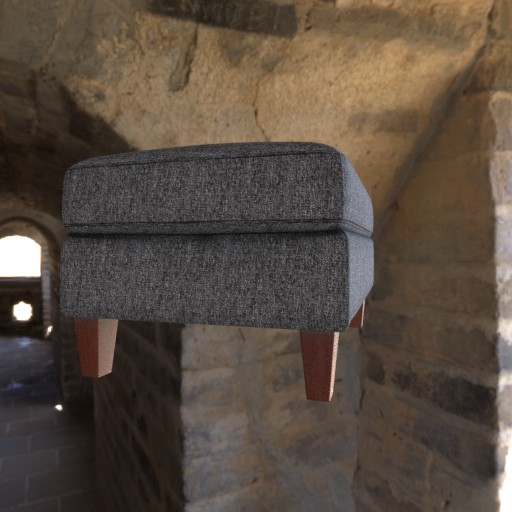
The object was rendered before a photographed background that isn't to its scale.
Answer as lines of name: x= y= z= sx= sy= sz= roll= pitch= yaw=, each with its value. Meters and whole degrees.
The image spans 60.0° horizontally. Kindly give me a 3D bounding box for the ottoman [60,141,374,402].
ottoman: x=0.000 y=0.000 z=1.198 sx=0.584 sy=0.483 sz=0.864 roll=0 pitch=1 yaw=18
